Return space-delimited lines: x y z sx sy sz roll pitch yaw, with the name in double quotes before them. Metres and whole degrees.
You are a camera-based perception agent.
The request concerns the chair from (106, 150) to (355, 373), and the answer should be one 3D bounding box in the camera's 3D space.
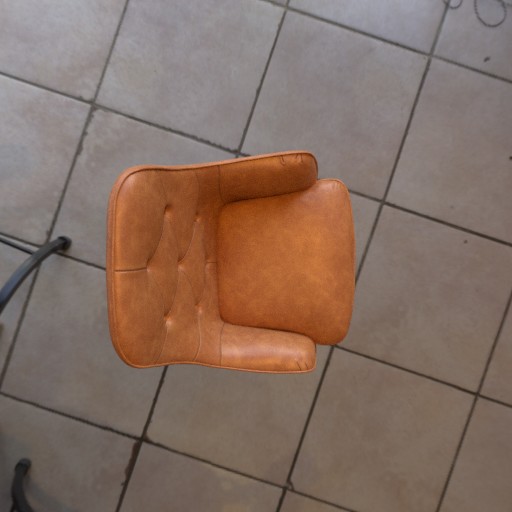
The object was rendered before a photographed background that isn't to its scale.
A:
"chair" 0.000 0.000 1.346 0.615 0.909 0.628 0 91 0
